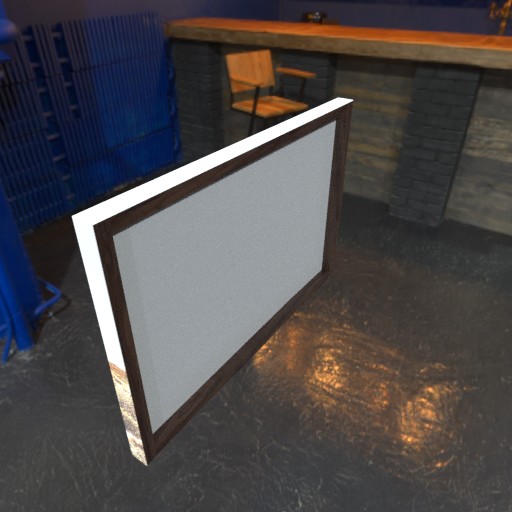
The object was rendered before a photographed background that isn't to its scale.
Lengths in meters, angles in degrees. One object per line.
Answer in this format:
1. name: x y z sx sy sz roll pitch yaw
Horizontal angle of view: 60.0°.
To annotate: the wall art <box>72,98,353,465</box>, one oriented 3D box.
1. wall art: 0.000 0.000 1.145 0.050 0.610 0.914 21 38 29
